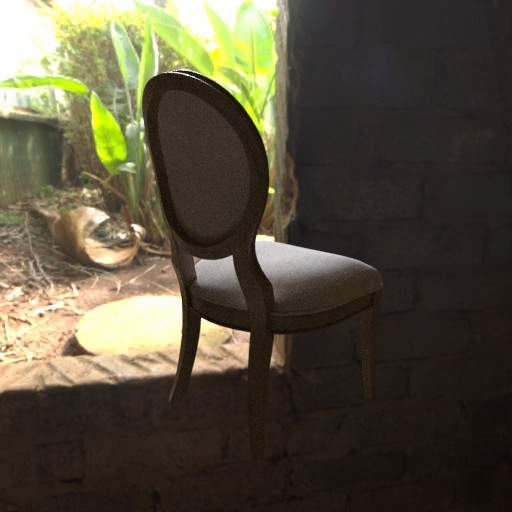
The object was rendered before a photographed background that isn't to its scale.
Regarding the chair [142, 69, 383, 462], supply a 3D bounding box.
[{"bbox_3d":[0.000,0.000,1.335,0.558,0.990,0.602,14,20,43],"label":"chair"}]
